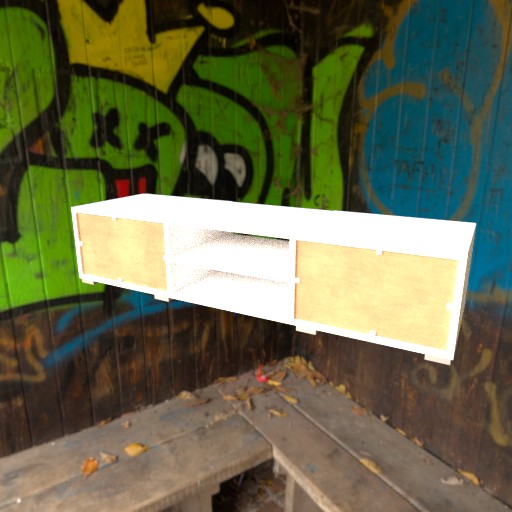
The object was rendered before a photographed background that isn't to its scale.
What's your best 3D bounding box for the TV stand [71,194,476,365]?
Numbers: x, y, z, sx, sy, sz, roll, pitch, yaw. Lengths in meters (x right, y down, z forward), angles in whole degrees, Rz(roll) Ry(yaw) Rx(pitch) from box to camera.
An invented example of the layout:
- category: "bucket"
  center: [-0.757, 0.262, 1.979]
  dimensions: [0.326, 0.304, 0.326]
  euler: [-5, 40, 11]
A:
- category: "TV stand"
  center: [0.000, 0.000, 1.623]
  dimensions: [1.400, 0.310, 0.420]
  euler: [9, 18, 27]
